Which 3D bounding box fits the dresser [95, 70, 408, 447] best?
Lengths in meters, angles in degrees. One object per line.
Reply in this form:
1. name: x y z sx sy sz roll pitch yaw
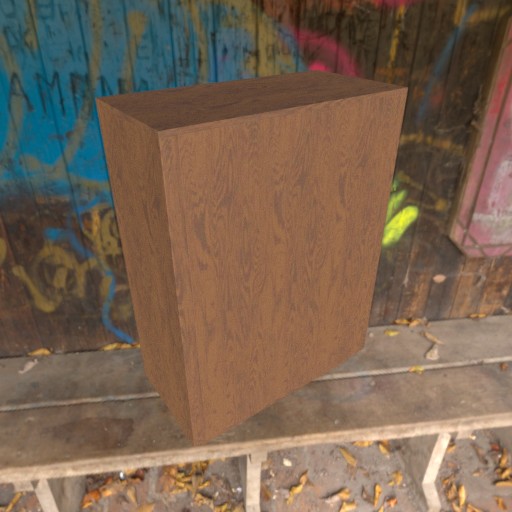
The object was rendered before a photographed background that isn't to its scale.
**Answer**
1. dresser: 0.000 0.000 1.861 0.964 1.320 0.516 -20 37 -30
